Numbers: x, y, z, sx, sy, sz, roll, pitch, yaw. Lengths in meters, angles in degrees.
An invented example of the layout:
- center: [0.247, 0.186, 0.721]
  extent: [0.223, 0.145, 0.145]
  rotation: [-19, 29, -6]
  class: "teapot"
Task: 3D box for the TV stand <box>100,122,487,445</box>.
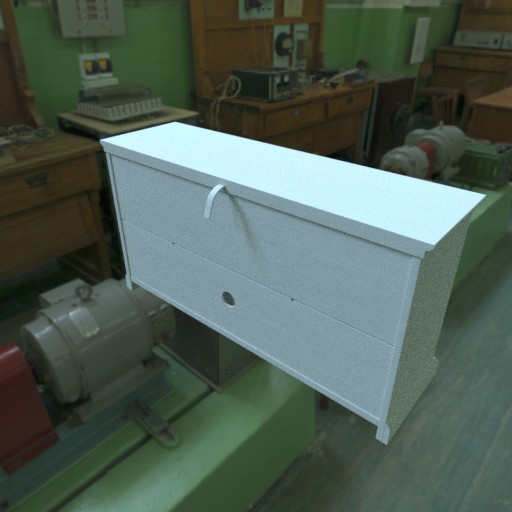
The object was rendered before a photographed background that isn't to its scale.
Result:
- center: [0.000, 0.000, 1.471]
  extent: [1.187, 0.624, 0.424]
  rotation: [23, 37, 34]
  class: "TV stand"
